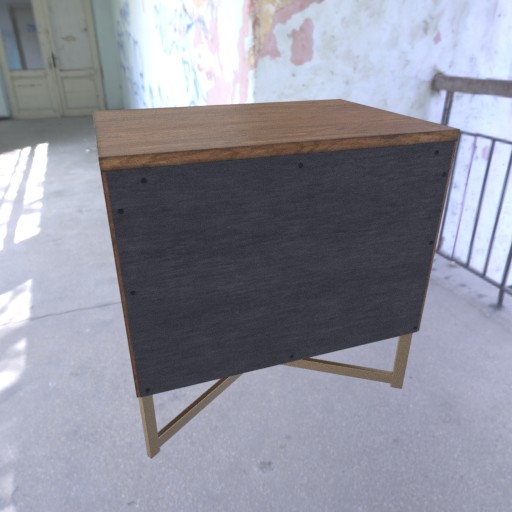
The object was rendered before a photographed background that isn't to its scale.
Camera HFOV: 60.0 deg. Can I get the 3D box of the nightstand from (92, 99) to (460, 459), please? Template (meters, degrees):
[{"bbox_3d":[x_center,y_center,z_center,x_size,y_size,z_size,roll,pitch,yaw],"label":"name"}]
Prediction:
[{"bbox_3d":[0.000,0.000,1.016,0.610,0.610,0.446,-9,28,-17],"label":"nightstand"}]
